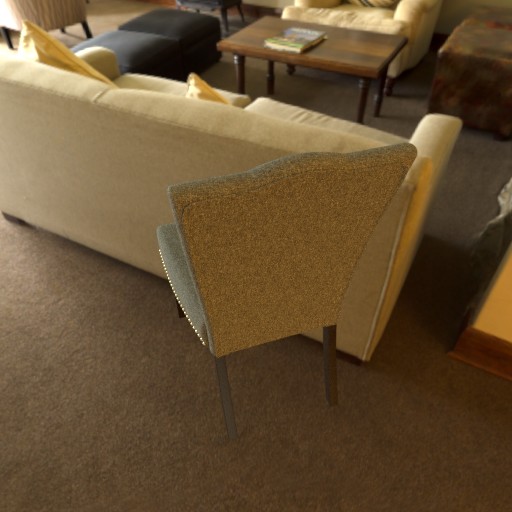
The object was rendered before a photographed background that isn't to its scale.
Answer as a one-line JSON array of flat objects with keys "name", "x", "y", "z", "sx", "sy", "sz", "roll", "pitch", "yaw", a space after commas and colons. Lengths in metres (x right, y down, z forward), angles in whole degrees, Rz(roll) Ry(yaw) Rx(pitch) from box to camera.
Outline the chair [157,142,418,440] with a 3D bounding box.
[{"name": "chair", "x": 0.000, "y": 0.000, "z": 1.299, "sx": 0.518, "sy": 0.946, "sz": 0.589, "roll": -13, "pitch": 45, "yaw": -14}]
